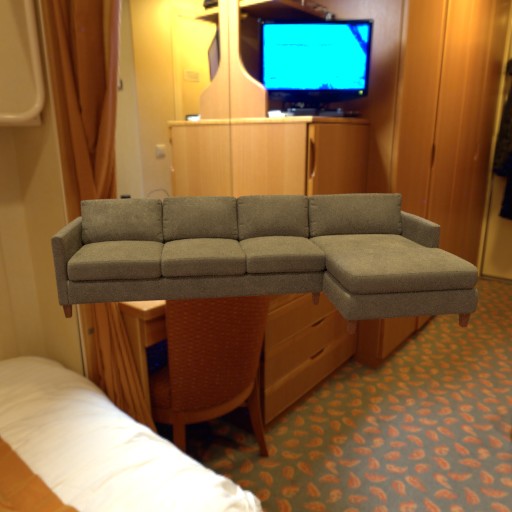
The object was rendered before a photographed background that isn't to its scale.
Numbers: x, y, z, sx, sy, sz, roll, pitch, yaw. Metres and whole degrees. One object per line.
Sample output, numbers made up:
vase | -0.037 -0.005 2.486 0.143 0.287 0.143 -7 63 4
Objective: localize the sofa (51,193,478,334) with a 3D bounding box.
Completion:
sofa | 0.000 0.000 4.042 3.471 0.950 1.604 -2 15 -8
